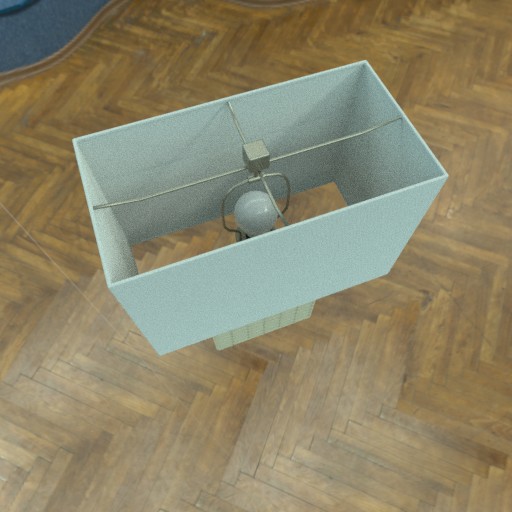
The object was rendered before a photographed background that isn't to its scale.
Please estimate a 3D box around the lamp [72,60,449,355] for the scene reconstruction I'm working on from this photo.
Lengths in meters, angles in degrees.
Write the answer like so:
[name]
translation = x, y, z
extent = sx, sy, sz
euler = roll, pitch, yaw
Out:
[lamp]
translation = 0.000, 0.000, 0.717
extent = 0.380, 0.515, 0.200
euler = -18, 64, -9
